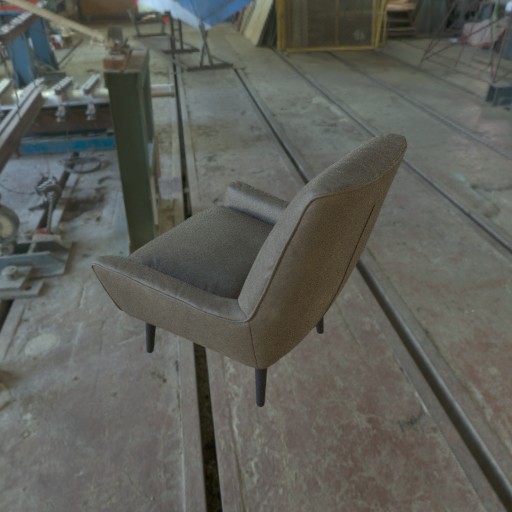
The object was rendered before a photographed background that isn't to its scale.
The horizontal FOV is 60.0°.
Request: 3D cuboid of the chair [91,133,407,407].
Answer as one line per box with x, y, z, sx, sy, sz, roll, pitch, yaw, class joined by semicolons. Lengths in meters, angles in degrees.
0.000;0.000;1.546;0.824;0.888;0.787;21;39;28;chair
